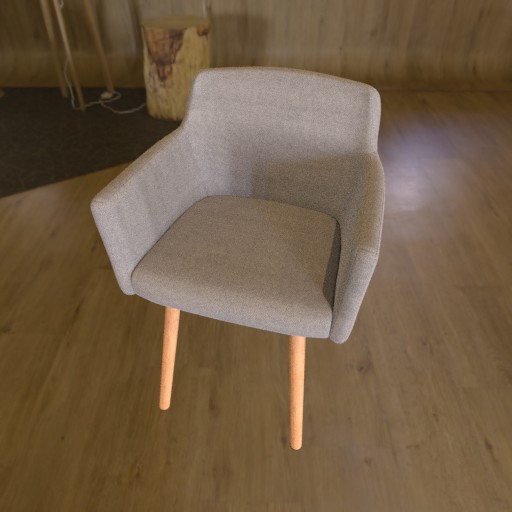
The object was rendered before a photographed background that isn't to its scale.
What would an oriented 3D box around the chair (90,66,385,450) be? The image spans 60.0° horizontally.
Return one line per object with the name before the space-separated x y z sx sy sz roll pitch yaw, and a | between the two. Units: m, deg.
chair | 0.000 0.000 1.131 0.570 0.780 0.540 11 41 13
